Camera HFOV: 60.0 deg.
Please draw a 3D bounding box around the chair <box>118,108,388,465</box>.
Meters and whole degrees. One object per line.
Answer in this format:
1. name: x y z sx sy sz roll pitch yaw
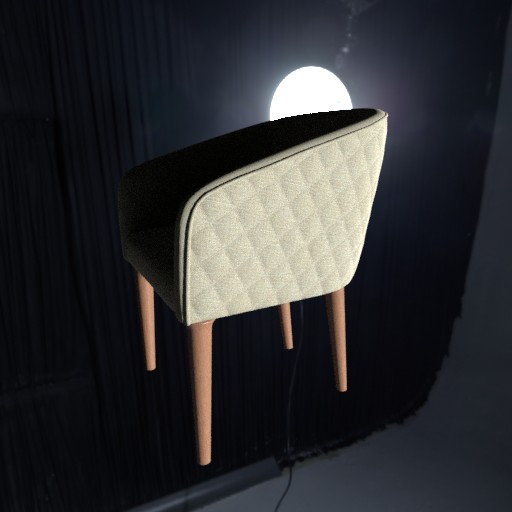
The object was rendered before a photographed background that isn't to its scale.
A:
1. chair: 0.000 0.000 1.210 0.616 0.775 0.584 -8 17 -27
